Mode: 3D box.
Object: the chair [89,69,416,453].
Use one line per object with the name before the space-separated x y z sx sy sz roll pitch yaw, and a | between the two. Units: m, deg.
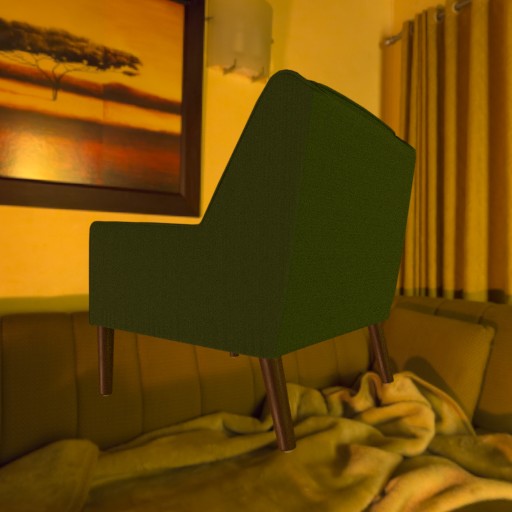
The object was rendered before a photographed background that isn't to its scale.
chair | 0.000 0.000 1.308 0.743 0.792 0.663 0 0 36
